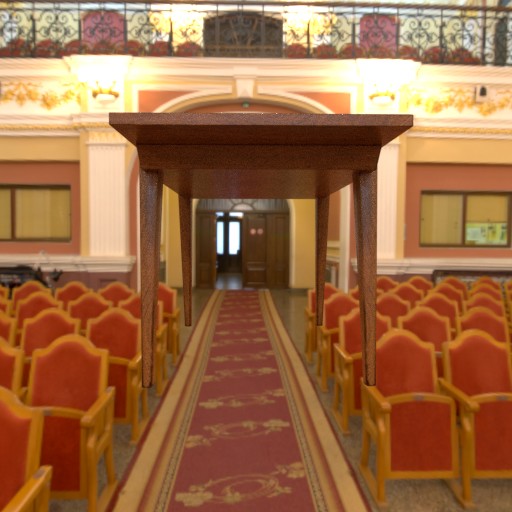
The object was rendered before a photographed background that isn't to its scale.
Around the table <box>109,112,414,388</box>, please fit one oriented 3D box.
[{"bbox_3d":[0.000,0.000,1.813,0.757,0.760,1.400,0,2,-1],"label":"table"}]
